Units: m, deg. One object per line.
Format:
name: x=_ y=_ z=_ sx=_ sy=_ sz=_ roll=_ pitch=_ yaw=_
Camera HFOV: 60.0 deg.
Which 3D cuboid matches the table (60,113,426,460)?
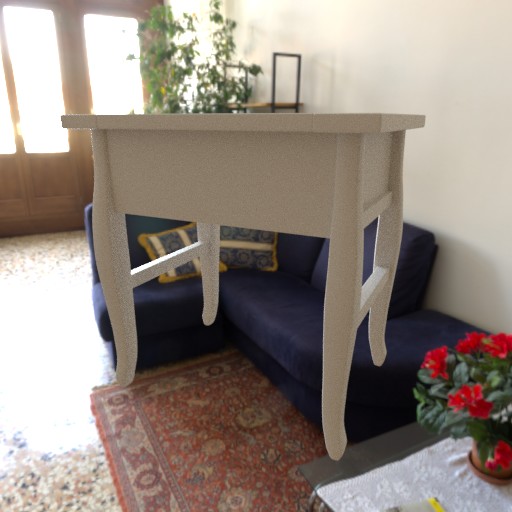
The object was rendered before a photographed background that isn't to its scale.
table: x=0.000 y=0.000 z=0.991 sx=0.599 sy=0.605 sz=0.463 roll=9 pitch=19 yaw=25
